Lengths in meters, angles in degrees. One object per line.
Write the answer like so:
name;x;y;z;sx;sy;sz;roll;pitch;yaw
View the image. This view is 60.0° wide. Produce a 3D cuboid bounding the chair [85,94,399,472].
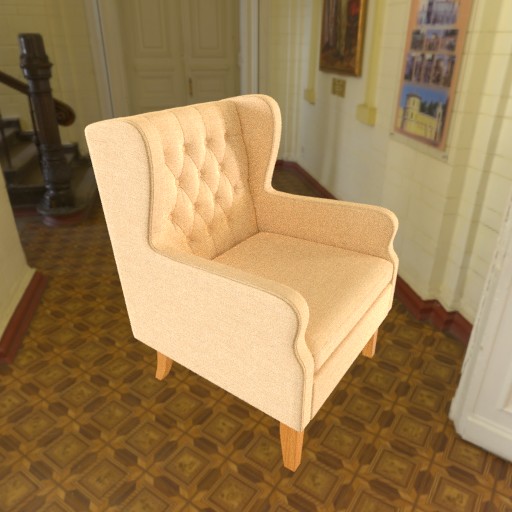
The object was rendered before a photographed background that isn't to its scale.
chair;0.000;0.000;1.472;0.760;0.930;0.710;17;31;30
